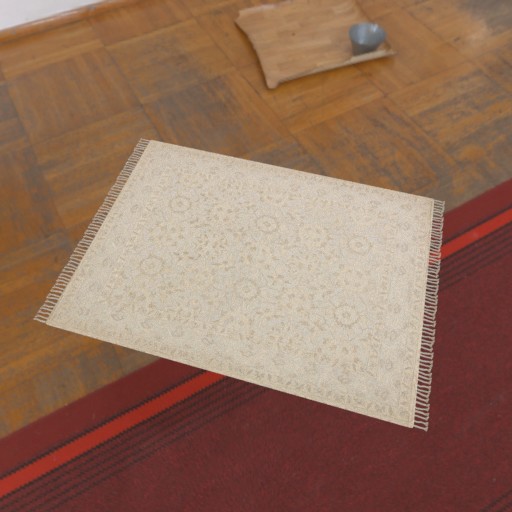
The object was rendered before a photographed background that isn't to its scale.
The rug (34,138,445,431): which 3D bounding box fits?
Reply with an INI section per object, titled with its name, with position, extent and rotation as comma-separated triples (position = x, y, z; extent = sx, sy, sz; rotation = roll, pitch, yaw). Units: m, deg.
[rug]
position = 0.000, 0.000, 2.212
extent = 1.771, 0.015, 1.223
rotation = 14, 59, 8
